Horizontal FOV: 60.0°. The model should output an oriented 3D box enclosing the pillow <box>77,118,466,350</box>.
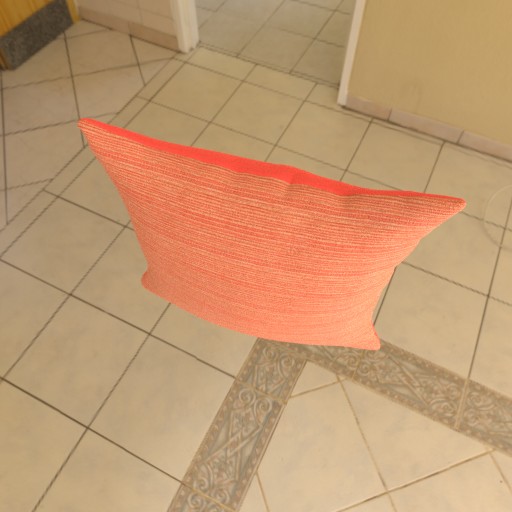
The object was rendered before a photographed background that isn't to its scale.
[{"bbox_3d":[0.000,0.000,0.793,0.559,0.501,0.229,14,59,9],"label":"pillow"}]
